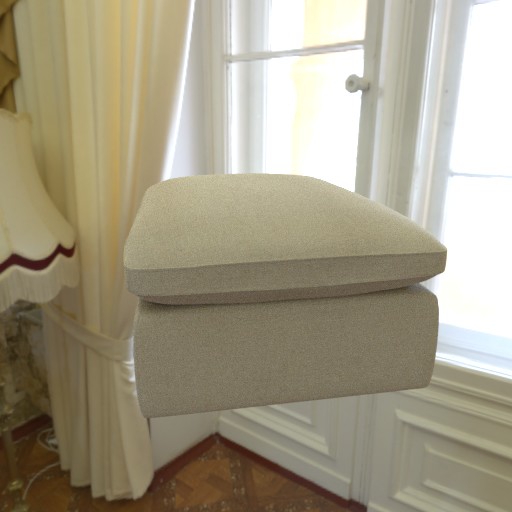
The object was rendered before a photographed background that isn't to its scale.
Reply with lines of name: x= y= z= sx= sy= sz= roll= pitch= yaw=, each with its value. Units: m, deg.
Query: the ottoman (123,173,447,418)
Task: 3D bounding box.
ottoman: x=0.000 y=0.000 z=1.347 sx=0.686 sy=0.453 sz=0.984 roll=-3 pitch=17 yaw=-10
